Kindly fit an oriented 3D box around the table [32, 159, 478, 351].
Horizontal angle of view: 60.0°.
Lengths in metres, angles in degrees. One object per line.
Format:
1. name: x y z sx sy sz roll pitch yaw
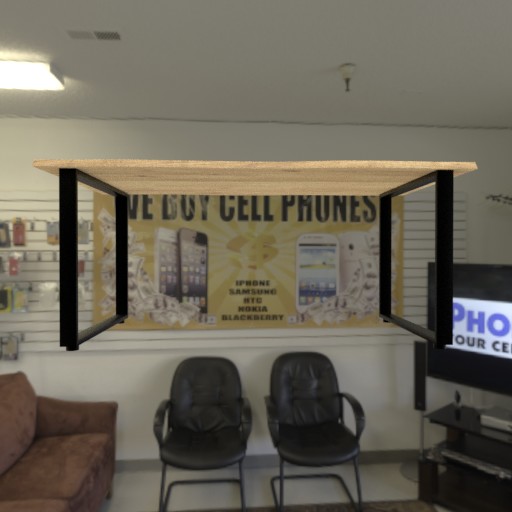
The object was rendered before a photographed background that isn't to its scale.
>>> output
1. table: 0.000 0.000 2.232 1.800 0.780 0.900 0 1 -1
